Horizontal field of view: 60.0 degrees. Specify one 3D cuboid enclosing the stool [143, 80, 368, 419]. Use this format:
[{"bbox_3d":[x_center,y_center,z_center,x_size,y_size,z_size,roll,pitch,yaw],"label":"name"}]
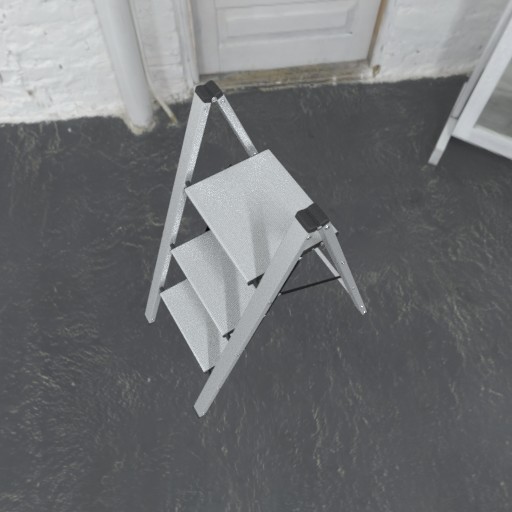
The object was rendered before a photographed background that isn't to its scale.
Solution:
[{"bbox_3d":[0.000,0.000,1.277,0.730,0.902,0.441,-29,65,-15],"label":"stool"}]
